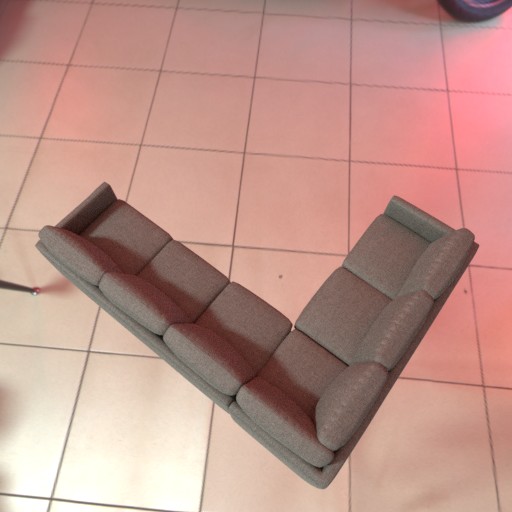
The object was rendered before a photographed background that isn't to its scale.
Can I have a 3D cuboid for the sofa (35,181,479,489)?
[{"bbox_3d":[0.000,0.000,4.303,3.302,0.947,2.593,35,69,15],"label":"sofa"}]
